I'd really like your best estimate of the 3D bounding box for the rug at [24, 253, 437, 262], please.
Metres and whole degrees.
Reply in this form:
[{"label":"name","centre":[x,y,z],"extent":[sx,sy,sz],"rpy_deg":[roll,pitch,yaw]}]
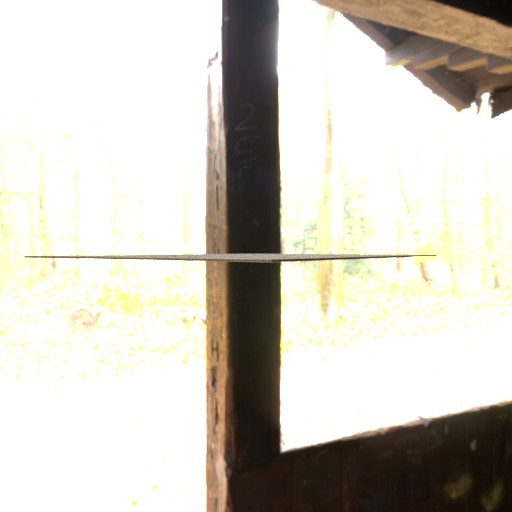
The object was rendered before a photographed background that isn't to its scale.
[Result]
[{"label":"rug","centre":[0.000,0.000,4.101],"extent":[2.441,0.015,3.050],"rpy_deg":[1,1,36]}]
